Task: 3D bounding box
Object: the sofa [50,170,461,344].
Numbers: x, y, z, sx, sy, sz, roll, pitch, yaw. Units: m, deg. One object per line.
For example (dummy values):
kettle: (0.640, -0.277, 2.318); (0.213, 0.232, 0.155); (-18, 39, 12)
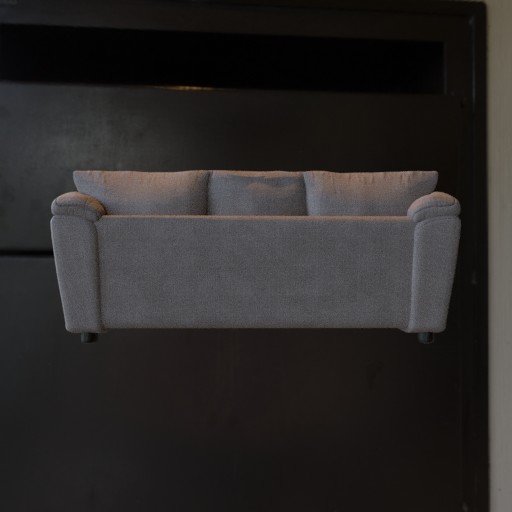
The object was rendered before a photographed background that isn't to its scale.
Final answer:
sofa: (0.000, 0.000, 2.822); (2.334, 0.996, 0.878); (0, 0, 0)
